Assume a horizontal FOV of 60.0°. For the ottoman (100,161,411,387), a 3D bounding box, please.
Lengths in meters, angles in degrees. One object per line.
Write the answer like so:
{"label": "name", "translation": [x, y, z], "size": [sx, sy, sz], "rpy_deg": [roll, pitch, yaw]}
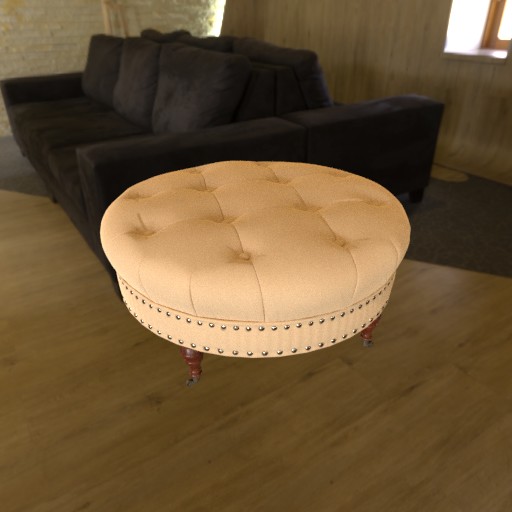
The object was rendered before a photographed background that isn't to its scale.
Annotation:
{"label": "ottoman", "translation": [0.000, 0.000, 1.412], "size": [0.901, 0.439, 0.901], "rpy_deg": [0, 29, 0]}
